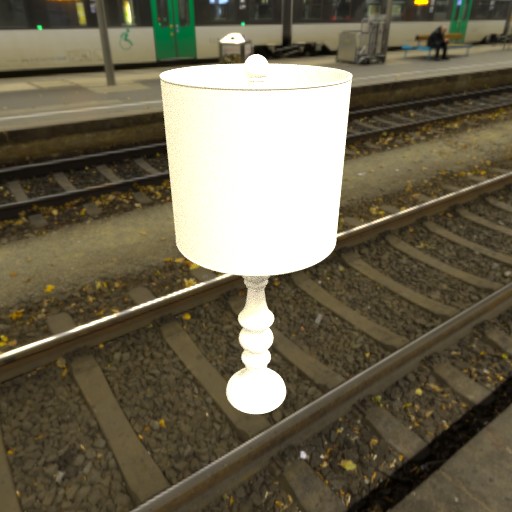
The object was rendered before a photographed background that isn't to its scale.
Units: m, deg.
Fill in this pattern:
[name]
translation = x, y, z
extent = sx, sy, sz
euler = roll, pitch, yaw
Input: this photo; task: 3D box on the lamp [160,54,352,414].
[lamp]
translation = 0.000, 0.000, 0.720
extent = 0.250, 0.597, 0.250
euler = 17, 33, 29
